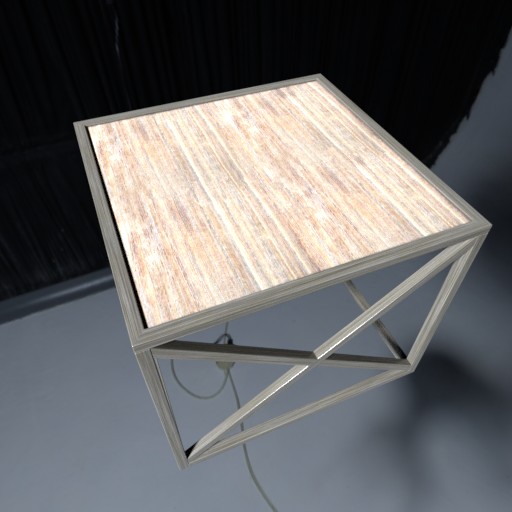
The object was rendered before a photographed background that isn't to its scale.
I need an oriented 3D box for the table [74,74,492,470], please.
[{"bbox_3d":[0.000,0.000,1.043,0.611,0.507,0.609,-17,50,-15],"label":"table"}]
